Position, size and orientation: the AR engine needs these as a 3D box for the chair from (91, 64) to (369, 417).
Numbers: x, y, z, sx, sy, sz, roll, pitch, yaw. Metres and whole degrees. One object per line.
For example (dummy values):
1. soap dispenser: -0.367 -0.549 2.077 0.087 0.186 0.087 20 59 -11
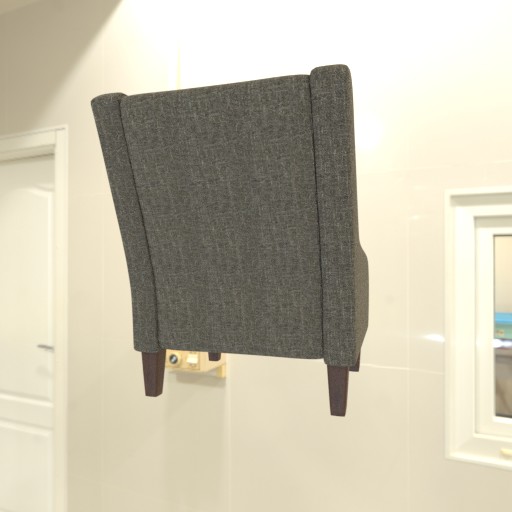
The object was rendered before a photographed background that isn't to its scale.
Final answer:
1. chair: 0.000 0.000 1.685 0.793 1.012 0.944 0 0 17
